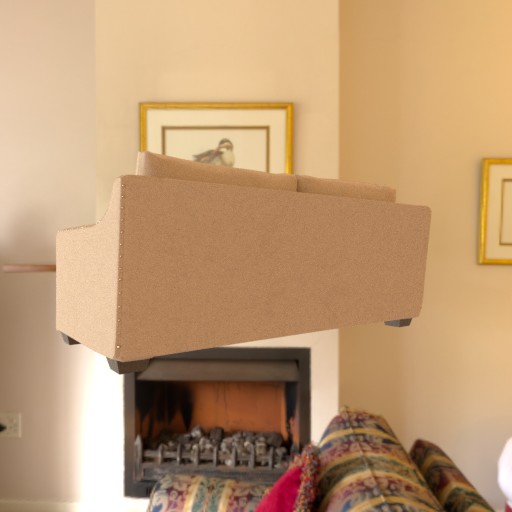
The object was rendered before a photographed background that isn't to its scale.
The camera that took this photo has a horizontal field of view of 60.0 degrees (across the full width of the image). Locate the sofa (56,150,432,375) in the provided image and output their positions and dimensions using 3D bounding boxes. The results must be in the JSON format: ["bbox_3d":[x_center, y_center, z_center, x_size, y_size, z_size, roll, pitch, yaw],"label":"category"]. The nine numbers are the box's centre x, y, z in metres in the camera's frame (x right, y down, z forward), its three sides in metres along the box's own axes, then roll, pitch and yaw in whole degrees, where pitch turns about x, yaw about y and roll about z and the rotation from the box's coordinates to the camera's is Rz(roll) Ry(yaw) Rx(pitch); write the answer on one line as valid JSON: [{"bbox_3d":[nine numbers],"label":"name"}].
[{"bbox_3d":[0.000,0.000,2.576,1.967,0.901,1.030,0,1,-37],"label":"sofa"}]
